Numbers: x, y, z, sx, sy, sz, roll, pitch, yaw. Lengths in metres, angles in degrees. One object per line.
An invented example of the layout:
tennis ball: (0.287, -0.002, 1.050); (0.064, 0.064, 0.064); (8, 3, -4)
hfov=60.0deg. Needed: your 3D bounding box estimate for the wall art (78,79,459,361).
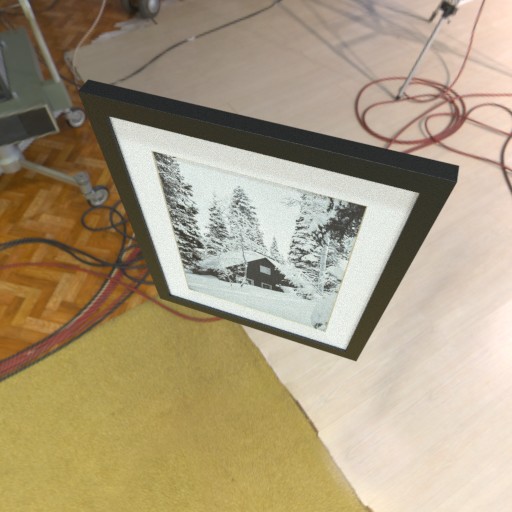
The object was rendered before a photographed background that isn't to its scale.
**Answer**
wall art: (0.000, 0.000, 0.532); (0.325, 0.397, 0.018); (16, 59, 10)
